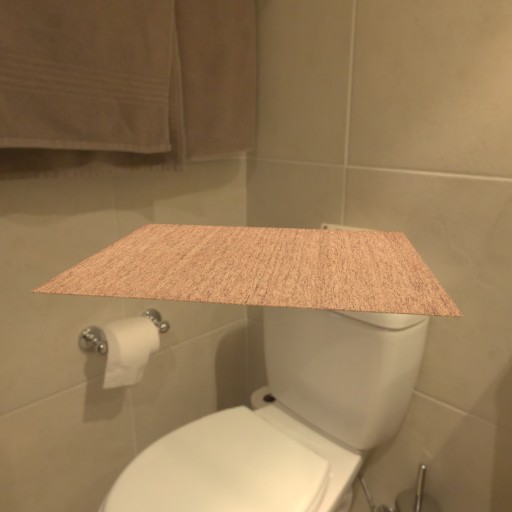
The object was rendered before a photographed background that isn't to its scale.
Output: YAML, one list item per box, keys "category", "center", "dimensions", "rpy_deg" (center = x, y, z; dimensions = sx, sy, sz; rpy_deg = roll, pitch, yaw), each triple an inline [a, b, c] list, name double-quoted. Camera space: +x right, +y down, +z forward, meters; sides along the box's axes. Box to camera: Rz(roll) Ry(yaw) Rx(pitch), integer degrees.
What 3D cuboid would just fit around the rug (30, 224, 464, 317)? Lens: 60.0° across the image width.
- category: "rug"
  center: [0.000, 0.000, 4.386]
  dimensions: [3.205, 0.013, 2.448]
  rpy_deg: [2, 17, 8]
